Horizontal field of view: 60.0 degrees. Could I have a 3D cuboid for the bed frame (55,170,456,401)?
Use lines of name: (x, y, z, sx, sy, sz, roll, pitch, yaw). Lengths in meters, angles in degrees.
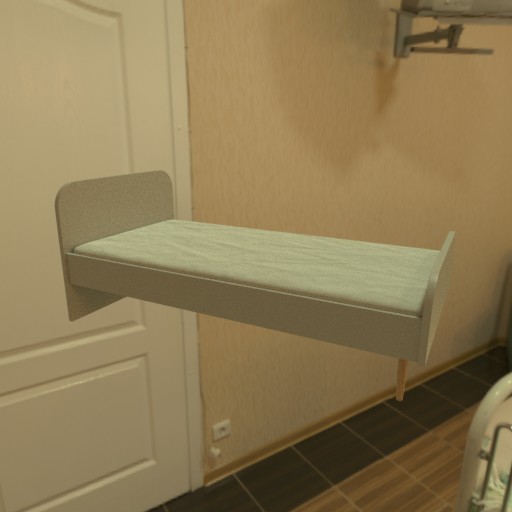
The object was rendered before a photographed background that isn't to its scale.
bed frame: (0.000, 0.000, 2.485, 1.963, 0.805, 0.998, 8, 18, 26)
